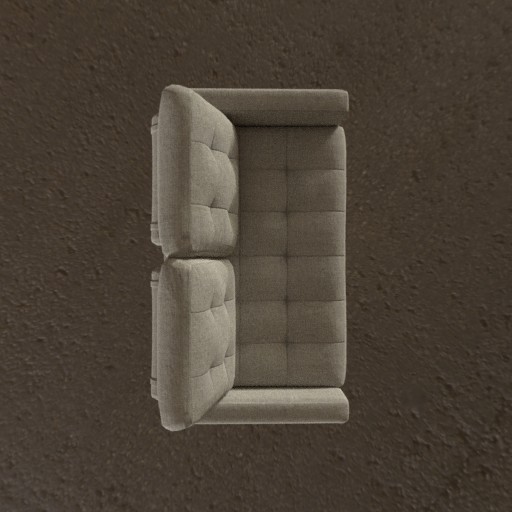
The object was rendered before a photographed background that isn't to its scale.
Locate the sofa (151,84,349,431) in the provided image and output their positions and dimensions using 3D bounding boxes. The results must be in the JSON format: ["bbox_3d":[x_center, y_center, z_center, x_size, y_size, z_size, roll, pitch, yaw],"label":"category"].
[{"bbox_3d":[0.000,0.000,1.965,0.842,0.907,1.407,0,90,-1],"label":"sofa"}]
